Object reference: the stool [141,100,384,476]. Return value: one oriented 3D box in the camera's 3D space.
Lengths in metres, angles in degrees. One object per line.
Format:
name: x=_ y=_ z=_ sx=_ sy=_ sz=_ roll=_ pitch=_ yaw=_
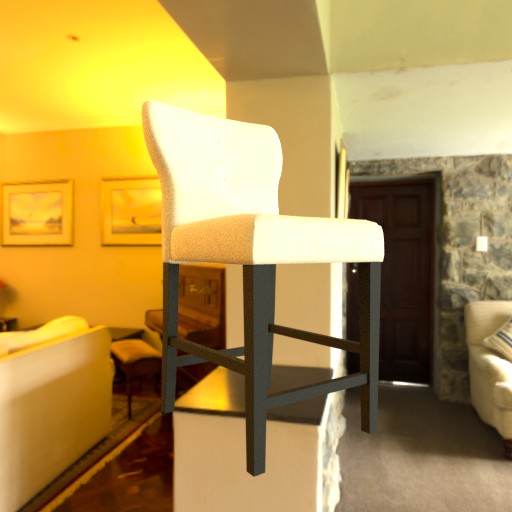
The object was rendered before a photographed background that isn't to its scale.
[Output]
stool: x=0.000 y=0.000 z=1.319 sx=0.514 sy=0.972 sz=0.603 roll=0 pitch=1 yaw=-36
